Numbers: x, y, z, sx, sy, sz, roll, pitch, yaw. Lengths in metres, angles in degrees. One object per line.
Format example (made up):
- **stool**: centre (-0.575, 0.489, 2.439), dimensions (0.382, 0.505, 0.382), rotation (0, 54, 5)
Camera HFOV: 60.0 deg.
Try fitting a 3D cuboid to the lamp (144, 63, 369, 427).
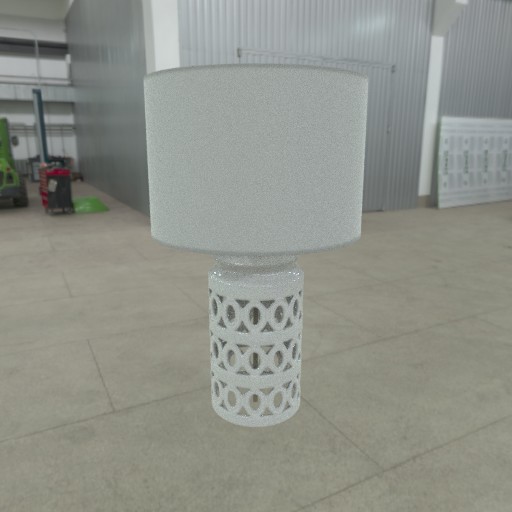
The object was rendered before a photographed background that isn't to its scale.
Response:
- **lamp**: centre (0.000, 0.000, 0.681), dimensions (0.310, 0.502, 0.310), rotation (0, 15, 0)
